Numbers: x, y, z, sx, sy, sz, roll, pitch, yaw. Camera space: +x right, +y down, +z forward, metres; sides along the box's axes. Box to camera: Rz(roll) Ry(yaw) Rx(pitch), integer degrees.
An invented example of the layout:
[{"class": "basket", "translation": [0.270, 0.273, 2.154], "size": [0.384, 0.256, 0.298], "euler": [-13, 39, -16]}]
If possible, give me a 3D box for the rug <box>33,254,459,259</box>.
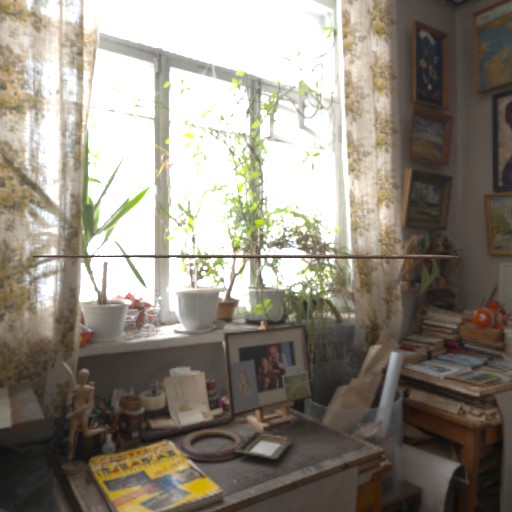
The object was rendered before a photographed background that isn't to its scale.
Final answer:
[{"class": "rug", "translation": [0.000, 0.000, 3.124], "size": [2.438, 0.014, 1.523], "euler": [0, 0, 17]}]
